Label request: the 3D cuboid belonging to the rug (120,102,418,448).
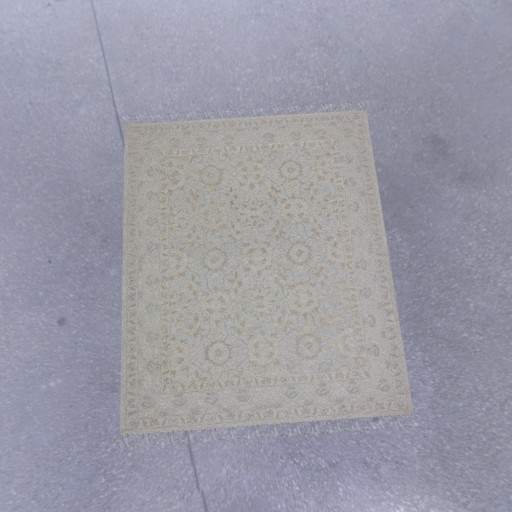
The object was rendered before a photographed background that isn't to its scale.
[{"bbox_3d":[0.000,0.000,3.979,2.444,0.013,3.043,-4,74,-1],"label":"rug"}]
